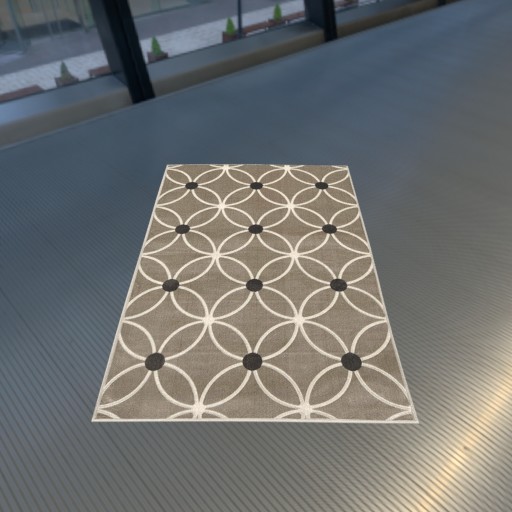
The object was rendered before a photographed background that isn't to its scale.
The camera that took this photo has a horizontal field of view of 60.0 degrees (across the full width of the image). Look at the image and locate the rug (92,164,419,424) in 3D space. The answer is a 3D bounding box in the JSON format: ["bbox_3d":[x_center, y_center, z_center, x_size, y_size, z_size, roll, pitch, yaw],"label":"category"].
[{"bbox_3d":[0.000,0.000,2.884,1.522,0.008,2.284,0,42,0],"label":"rug"}]
